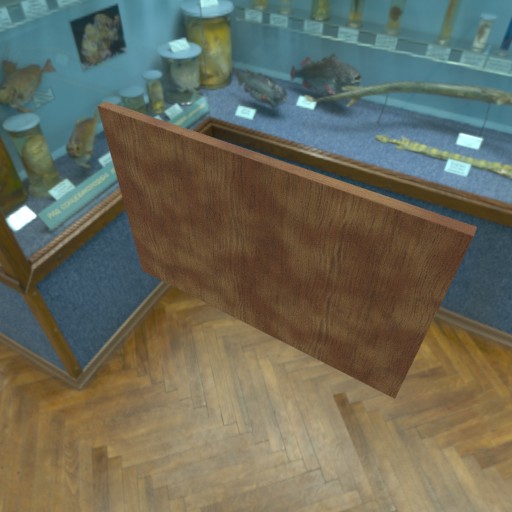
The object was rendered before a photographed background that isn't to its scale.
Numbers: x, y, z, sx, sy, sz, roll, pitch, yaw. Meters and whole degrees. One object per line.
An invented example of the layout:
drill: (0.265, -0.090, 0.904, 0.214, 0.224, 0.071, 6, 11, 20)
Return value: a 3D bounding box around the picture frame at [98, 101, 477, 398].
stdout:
picture frame: (0.000, 0.000, 1.221, 0.950, 0.640, 0.029, 24, 50, 21)
